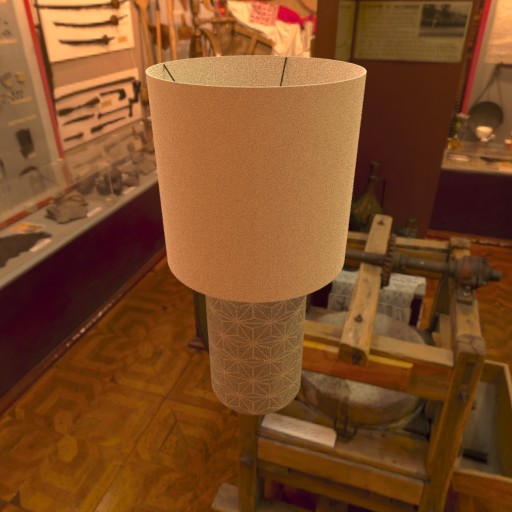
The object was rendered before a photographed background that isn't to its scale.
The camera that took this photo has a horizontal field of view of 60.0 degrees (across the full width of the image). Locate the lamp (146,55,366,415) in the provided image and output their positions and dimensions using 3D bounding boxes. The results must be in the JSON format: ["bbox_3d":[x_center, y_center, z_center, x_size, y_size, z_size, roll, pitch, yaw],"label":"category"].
[{"bbox_3d":[0.000,0.000,0.528,0.206,0.416,0.206,11,32,17],"label":"lamp"}]
